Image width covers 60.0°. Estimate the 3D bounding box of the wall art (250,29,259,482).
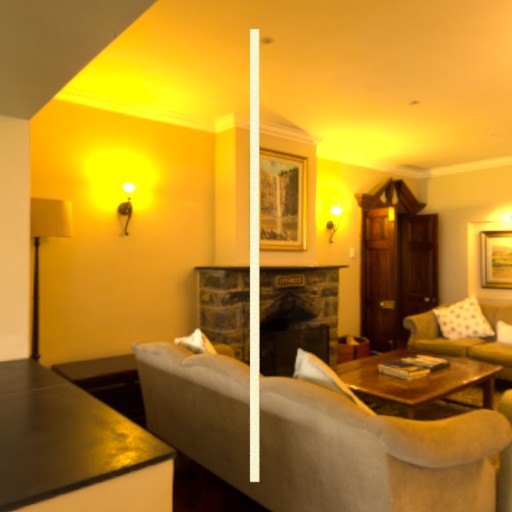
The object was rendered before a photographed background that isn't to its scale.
[{"bbox_3d":[0.000,0.000,0.870,0.013,0.656,0.456,0,-1,0],"label":"wall art"}]
